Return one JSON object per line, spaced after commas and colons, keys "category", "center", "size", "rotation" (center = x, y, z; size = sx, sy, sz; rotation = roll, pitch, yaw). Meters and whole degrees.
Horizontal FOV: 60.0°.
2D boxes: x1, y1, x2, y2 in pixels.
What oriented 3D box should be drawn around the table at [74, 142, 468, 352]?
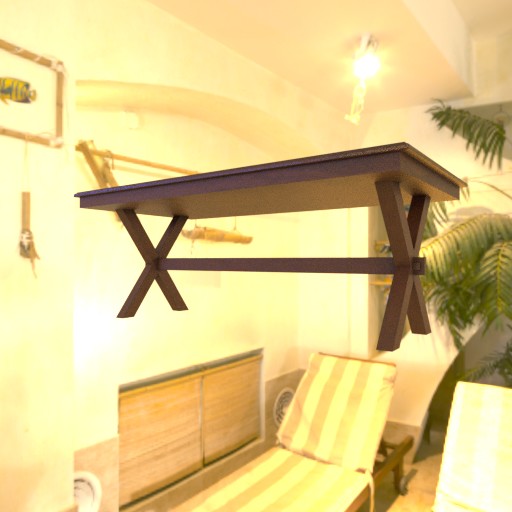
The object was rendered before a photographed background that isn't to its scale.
{"category": "table", "center": [0.000, 0.000, 1.489], "size": [1.197, 0.459, 0.594], "rotation": [0, -1, 36]}
